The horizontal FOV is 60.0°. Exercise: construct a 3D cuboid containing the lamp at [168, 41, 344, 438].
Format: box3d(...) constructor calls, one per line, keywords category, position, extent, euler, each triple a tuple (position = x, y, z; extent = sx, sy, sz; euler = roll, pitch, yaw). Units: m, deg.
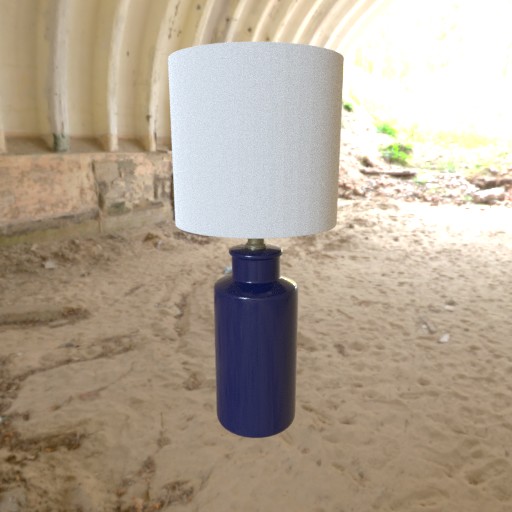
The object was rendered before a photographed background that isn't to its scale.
box3d(category="lamp", position=(0.000, 0.000, 0.603), extent=(0.212, 0.493, 0.212), euler=(-2, 14, -7))
